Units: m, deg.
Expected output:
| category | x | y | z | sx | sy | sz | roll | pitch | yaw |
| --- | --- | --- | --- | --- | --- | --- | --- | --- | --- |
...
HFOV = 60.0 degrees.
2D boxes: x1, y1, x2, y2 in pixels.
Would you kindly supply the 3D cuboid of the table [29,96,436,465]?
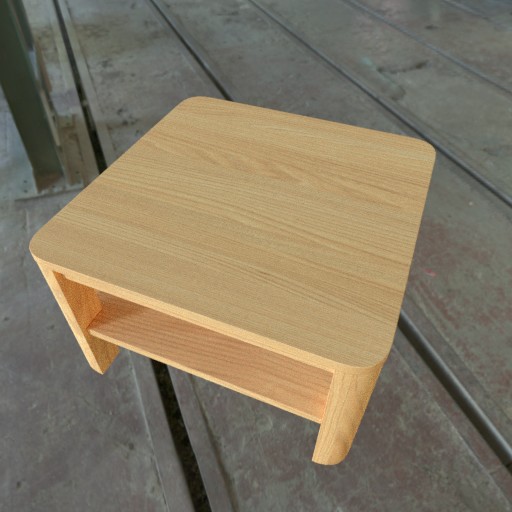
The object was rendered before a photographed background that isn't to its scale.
| category | x | y | z | sx | sy | sz | roll | pitch | yaw |
| --- | --- | --- | --- | --- | --- | --- | --- | --- | --- |
| table | 0.000 | 0.000 | 1.205 | 0.750 | 0.450 | 0.750 | 16 | 48 | 15 |
